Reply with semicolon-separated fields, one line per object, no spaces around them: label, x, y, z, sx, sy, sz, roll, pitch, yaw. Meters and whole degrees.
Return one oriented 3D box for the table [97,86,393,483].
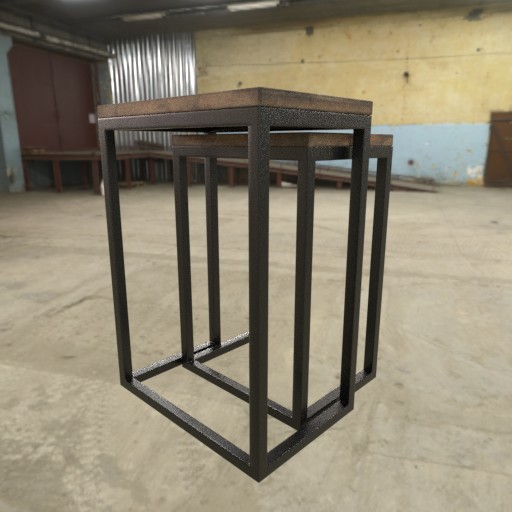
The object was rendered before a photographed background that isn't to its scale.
table;0.000;0.000;0.955;0.460;0.615;0.456;-13;19;-42
